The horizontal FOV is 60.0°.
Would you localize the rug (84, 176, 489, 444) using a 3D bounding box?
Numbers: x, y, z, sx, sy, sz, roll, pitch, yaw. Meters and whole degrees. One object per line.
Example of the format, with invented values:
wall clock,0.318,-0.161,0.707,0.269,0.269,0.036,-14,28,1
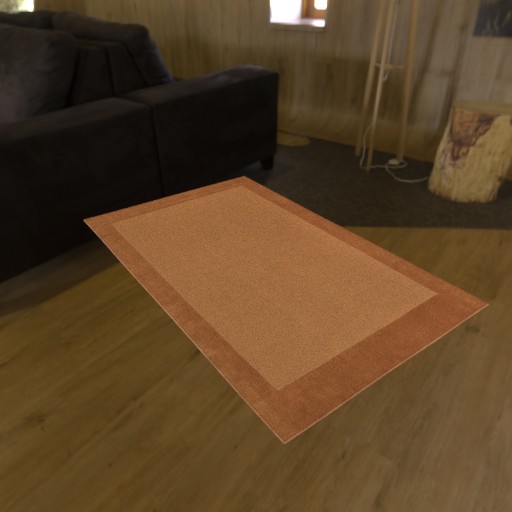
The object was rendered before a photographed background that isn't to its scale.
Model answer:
rug,0.000,0.000,2.993,1.524,0.014,2.438,-21,38,-30
